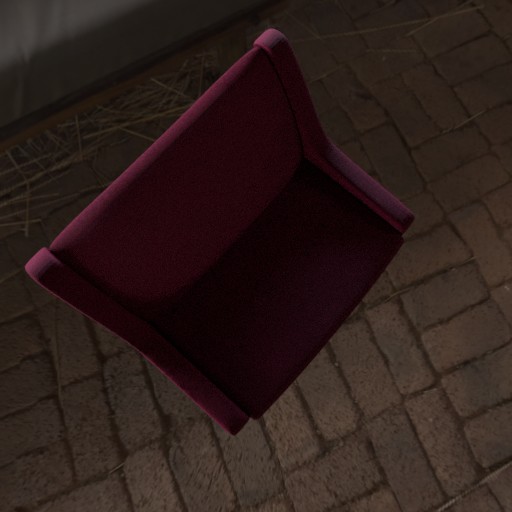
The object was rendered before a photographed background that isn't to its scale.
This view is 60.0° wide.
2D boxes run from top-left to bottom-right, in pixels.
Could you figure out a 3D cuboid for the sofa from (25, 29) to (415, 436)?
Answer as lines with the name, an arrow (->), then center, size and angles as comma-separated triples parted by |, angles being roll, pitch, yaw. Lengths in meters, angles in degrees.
sofa -> 0.000, 0.000, 1.921 | 0.946, 0.976, 1.242 | 40, 79, 9
